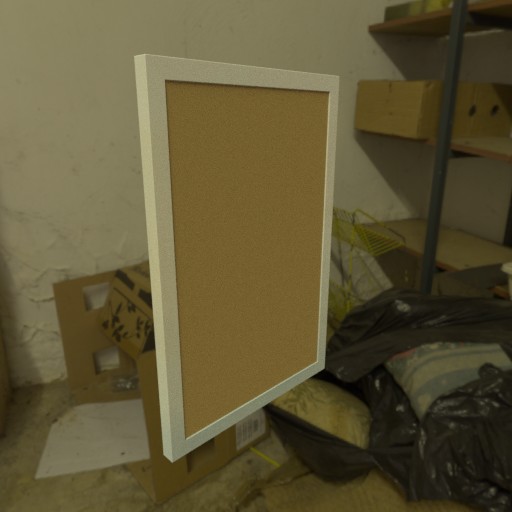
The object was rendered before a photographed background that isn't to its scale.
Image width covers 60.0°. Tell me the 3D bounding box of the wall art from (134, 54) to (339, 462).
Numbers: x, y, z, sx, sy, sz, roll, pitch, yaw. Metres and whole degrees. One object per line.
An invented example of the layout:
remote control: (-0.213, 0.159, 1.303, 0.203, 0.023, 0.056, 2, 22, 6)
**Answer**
wall art: (0.000, 0.000, 1.166, 0.612, 0.915, 0.039, -16, 23, -42)
